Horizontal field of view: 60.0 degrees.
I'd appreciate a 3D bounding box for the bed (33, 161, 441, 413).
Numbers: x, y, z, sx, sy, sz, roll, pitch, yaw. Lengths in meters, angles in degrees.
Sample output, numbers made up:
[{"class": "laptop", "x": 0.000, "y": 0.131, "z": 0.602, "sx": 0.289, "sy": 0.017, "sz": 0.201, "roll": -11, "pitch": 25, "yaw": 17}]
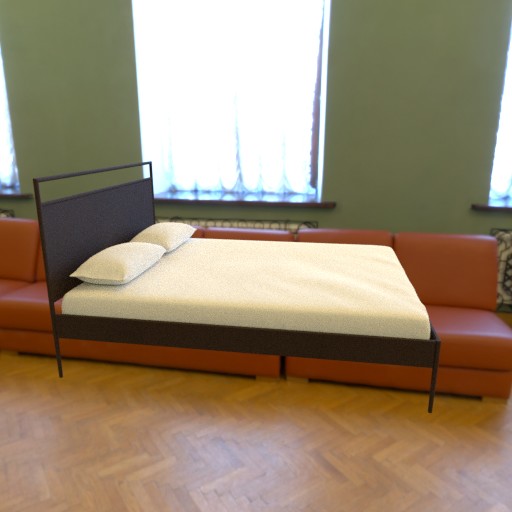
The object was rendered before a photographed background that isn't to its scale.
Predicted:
[{"class": "bed", "x": 0.000, "y": 0.000, "z": 3.056, "sx": 2.122, "sy": 1.173, "sz": 1.572, "roll": 3, "pitch": 16, "yaw": 9}]
